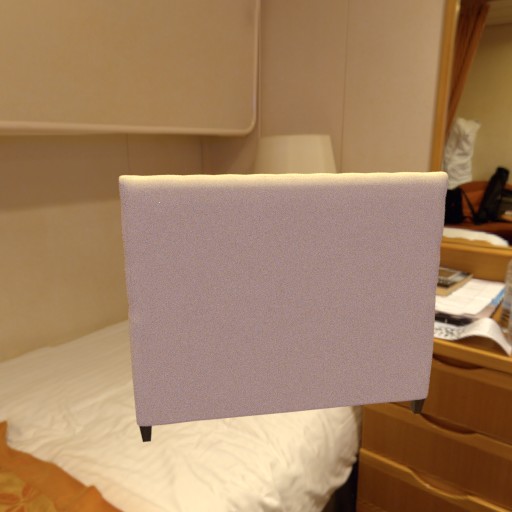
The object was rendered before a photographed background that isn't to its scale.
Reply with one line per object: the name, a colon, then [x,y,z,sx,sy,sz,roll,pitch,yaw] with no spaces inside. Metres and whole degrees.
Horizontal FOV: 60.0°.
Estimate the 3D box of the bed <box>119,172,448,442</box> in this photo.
bed: [0.000,0.000,3.472,1.698,1.427,2.387,-2,15,-9]
